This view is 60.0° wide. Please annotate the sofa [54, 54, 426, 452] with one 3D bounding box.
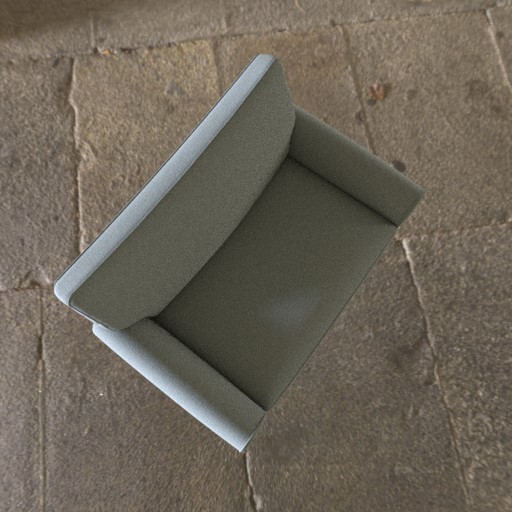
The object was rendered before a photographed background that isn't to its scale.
[{"bbox_3d":[0.000,0.000,2.045,0.940,0.953,1.410,36,78,9],"label":"sofa"}]
